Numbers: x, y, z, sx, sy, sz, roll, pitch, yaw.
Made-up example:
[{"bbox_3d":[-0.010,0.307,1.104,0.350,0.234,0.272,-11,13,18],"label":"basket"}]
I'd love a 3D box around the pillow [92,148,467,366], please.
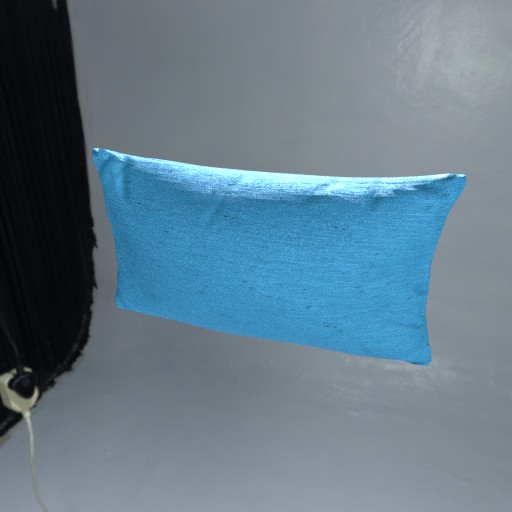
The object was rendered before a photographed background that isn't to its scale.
[{"bbox_3d":[0.000,0.000,0.782,0.633,0.338,0.210,8,26,16],"label":"pillow"}]
